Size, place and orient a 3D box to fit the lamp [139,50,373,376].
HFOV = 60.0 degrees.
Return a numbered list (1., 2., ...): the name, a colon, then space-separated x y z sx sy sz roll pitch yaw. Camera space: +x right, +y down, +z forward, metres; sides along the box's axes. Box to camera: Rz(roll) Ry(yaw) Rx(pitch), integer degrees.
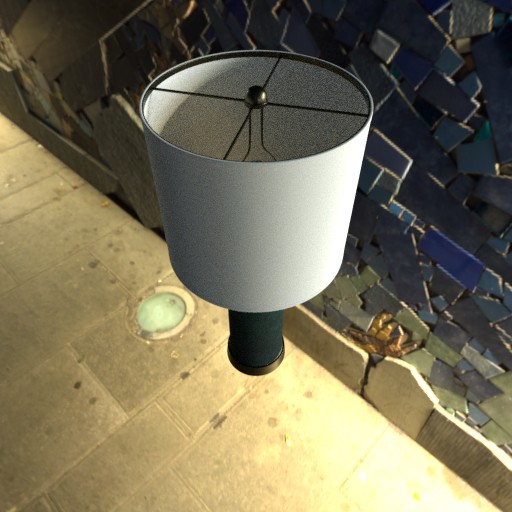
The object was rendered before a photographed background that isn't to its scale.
1. lamp: 0.000 0.000 0.795 0.301 0.630 0.301 -23 51 -20
